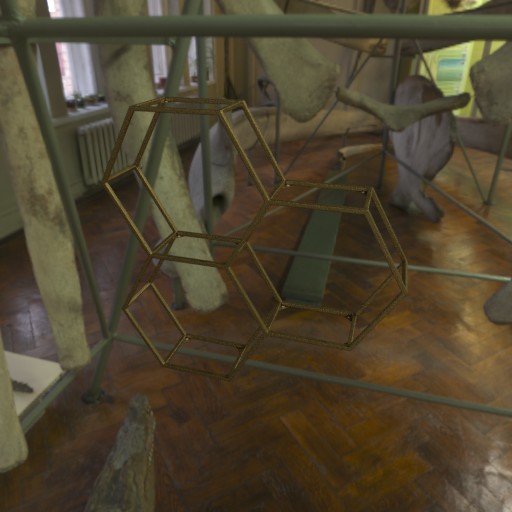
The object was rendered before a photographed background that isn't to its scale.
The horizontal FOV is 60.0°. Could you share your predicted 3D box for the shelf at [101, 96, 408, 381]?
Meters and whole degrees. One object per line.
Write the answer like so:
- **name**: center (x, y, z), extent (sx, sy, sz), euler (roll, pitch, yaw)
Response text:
- **shelf**: center (0.000, 0.000, 1.081), extent (0.708, 0.701, 0.150), euler (8, 28, 15)
